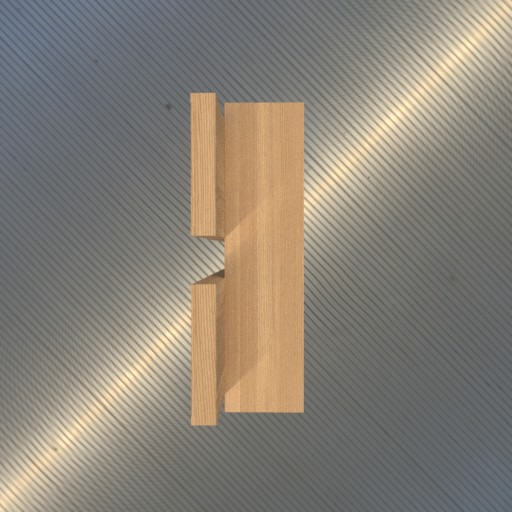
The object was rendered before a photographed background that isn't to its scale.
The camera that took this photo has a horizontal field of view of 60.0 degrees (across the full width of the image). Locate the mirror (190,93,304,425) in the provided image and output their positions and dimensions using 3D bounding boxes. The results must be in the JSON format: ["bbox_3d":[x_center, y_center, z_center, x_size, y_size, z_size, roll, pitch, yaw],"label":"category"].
[{"bbox_3d":[0.000,0.000,1.563,0.260,1.250,0.800,0,91,1],"label":"mirror"}]
